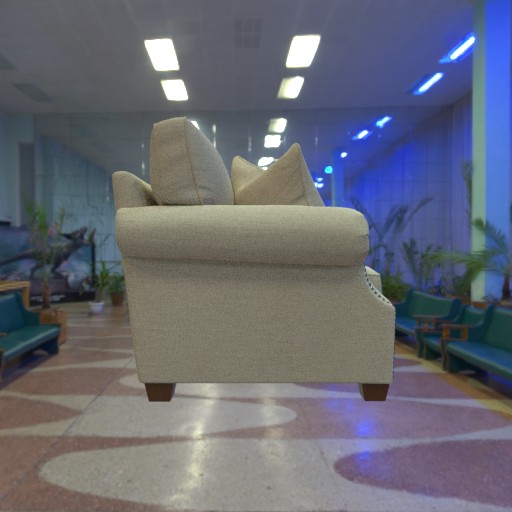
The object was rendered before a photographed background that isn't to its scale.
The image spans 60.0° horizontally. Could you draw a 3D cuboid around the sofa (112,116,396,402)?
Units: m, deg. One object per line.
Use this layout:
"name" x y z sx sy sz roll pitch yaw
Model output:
"sofa" 0.000 0.000 2.246 0.966 0.966 1.701 0 1 0
